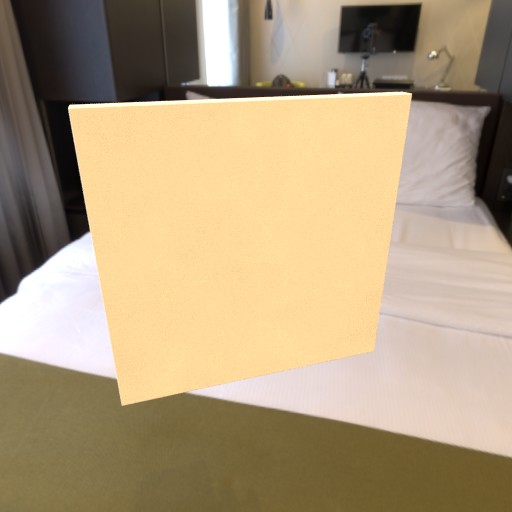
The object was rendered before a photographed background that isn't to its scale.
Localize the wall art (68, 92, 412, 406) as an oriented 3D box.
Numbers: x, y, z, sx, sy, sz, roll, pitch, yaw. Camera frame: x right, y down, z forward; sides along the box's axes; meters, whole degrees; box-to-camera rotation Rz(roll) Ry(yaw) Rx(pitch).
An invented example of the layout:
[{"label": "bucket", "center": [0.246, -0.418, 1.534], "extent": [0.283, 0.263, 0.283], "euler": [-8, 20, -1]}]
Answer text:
[{"label": "wall art", "center": [0.000, 0.000, 1.132], "extent": [0.762, 0.762, 0.040], "euler": [-8, 28, -16]}]
